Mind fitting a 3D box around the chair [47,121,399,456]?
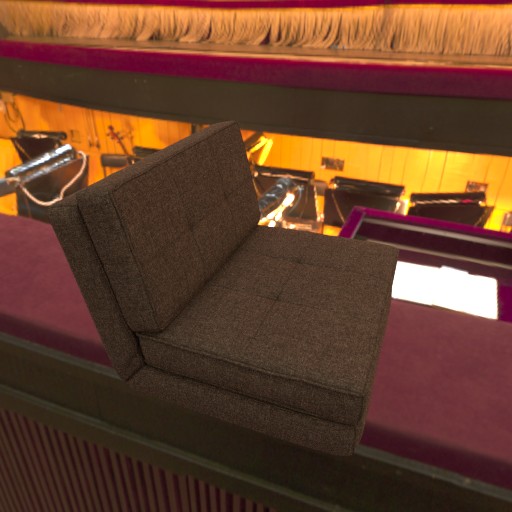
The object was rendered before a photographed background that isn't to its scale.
[{"bbox_3d":[0.000,0.000,1.322,0.800,0.615,0.740,11,31,18],"label":"chair"}]
